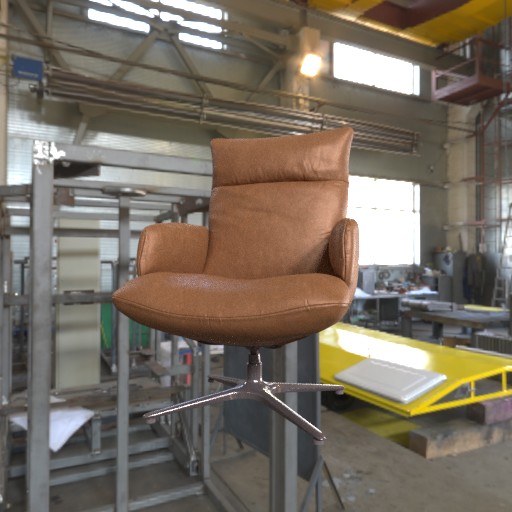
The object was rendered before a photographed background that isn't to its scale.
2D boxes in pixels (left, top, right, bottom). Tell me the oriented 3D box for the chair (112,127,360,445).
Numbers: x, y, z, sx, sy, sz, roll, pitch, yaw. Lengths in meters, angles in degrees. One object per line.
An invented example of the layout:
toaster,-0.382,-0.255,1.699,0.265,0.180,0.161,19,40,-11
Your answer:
chair,0.000,0.000,1.538,0.711,1.027,0.794,0,0,18
